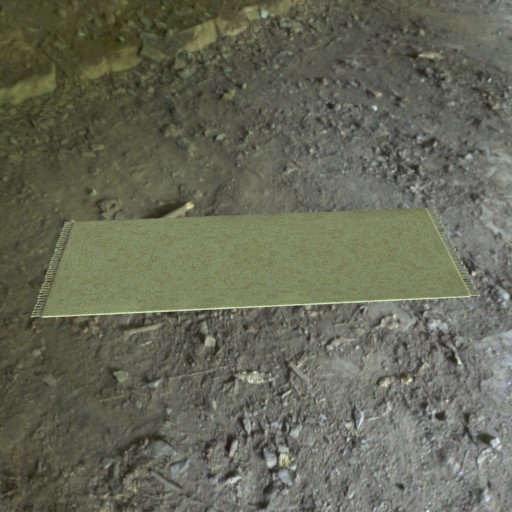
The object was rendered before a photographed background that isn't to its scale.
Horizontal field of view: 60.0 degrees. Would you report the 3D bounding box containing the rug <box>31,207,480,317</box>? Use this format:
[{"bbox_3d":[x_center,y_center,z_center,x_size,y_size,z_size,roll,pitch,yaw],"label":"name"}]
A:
[{"bbox_3d":[0.000,0.000,2.782,2.544,0.015,0.795,-2,46,-2],"label":"rug"}]
